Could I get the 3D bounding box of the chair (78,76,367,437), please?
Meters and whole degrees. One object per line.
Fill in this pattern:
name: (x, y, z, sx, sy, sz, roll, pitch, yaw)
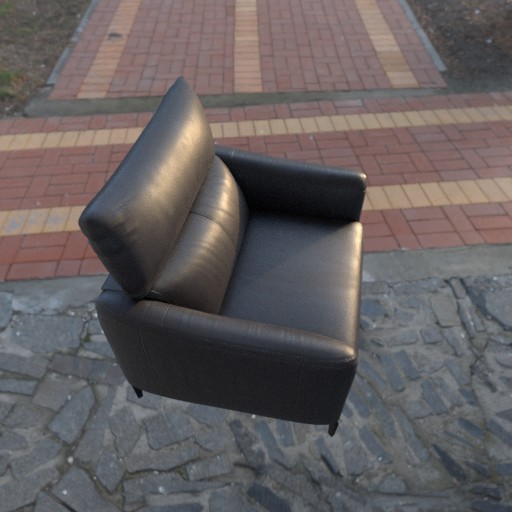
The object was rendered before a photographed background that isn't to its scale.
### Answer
chair: (0.000, 0.000, 1.643, 0.809, 0.949, 0.976, 8, 48, 8)
